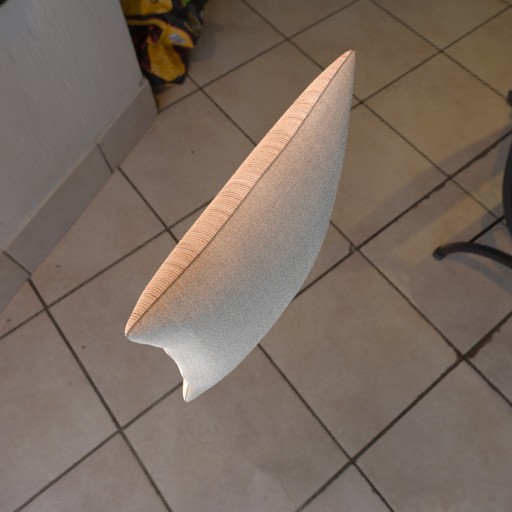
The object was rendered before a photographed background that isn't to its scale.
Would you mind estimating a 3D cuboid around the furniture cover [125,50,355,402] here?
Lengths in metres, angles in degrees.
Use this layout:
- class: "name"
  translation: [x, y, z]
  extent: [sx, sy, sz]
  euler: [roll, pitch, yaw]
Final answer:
- class: "furniture cover"
  translation: [0.000, 0.000, 0.773]
  extent: [0.178, 0.506, 0.512]
  euler: [31, 68, 14]
